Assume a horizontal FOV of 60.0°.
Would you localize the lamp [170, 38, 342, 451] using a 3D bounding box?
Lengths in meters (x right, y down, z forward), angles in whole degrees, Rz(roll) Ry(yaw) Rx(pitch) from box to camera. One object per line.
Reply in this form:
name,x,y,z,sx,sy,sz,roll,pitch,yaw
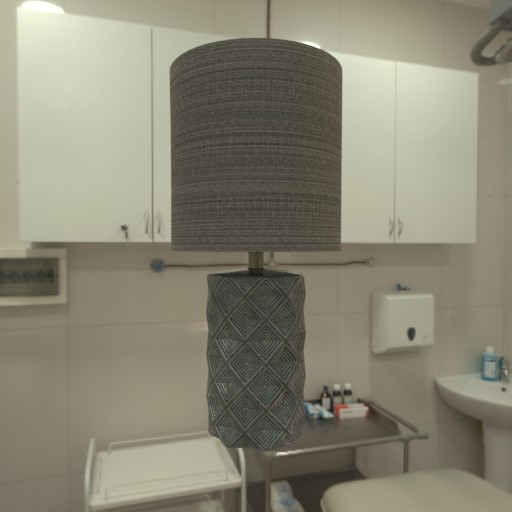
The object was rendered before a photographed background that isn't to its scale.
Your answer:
lamp,0.000,0.000,0.709,0.269,0.566,0.268,0,2,-17
